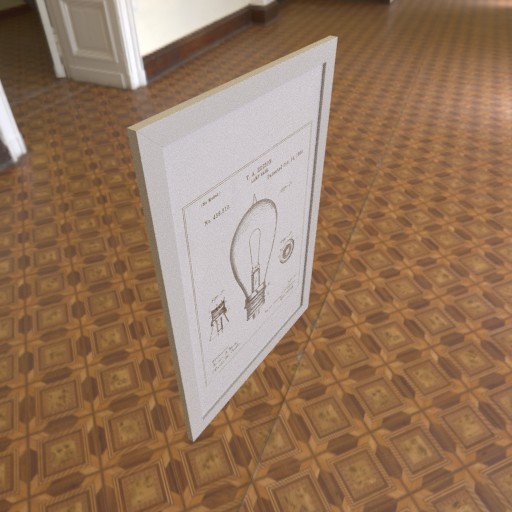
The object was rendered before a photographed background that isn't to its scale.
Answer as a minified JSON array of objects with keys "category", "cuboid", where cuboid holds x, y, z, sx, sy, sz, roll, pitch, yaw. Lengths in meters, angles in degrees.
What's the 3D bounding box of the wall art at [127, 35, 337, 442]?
[{"category":"wall art","cuboid":[0.000,0.000,0.589,0.010,0.474,0.325,25,46,26]}]
